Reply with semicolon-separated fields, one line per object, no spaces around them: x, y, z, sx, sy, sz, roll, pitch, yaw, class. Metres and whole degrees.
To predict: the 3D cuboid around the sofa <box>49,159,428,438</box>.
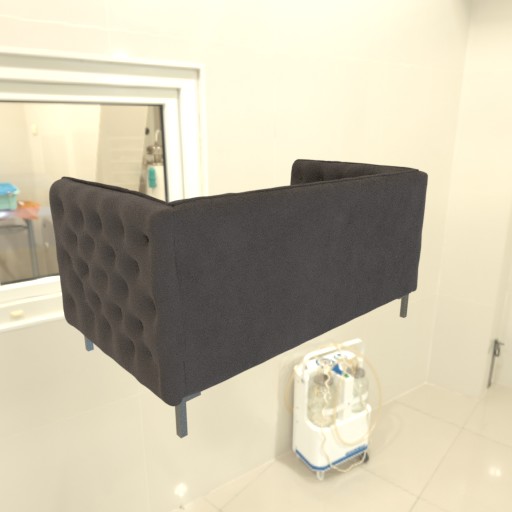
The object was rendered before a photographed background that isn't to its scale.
0.000;0.000;2.126;1.583;0.810;0.909;-14;22;-40;sofa
